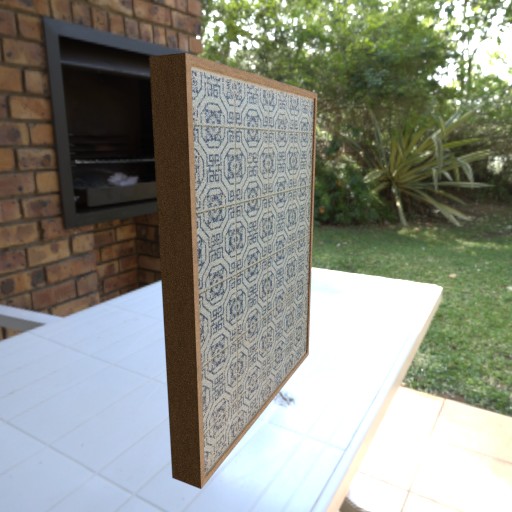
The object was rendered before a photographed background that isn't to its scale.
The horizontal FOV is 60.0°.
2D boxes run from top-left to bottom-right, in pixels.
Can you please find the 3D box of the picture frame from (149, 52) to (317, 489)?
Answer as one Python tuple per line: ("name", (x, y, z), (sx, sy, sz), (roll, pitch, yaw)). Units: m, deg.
("picture frame", (0.000, 0.000, 0.706), (0.046, 0.526, 0.421), (7, 16, 25))
